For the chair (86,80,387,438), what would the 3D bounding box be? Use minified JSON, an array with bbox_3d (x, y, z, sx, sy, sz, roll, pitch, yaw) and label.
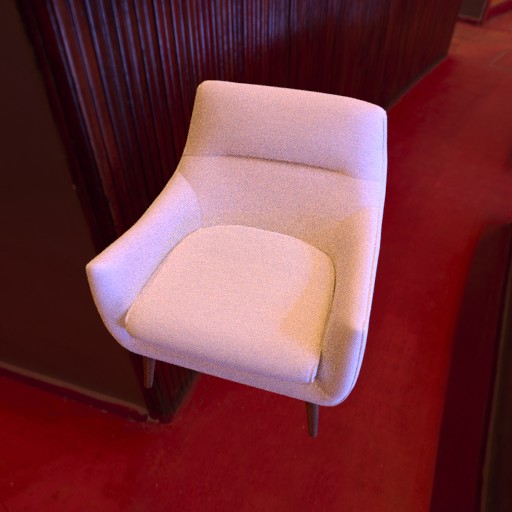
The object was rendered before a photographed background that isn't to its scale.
[{"bbox_3d":[0.000,0.000,1.442,0.762,0.838,0.787,12,44,13],"label":"chair"}]
